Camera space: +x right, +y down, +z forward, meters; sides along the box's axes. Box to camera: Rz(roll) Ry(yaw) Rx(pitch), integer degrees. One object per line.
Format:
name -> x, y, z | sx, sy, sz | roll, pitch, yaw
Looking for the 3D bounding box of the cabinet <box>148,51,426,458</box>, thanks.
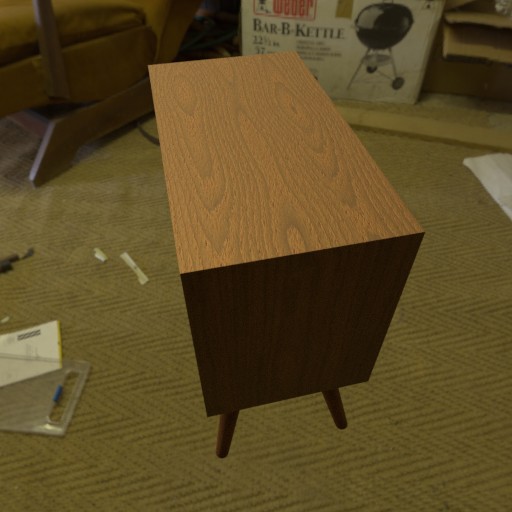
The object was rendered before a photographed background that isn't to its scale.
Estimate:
cabinet -> 0.000, 0.000, 1.170 | 0.388, 0.748, 0.712 | -10, 47, -9
